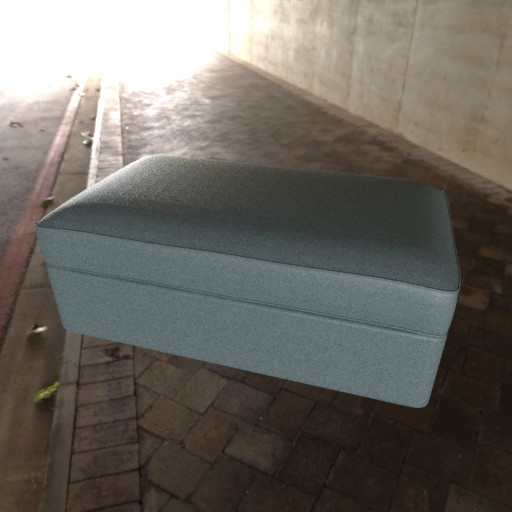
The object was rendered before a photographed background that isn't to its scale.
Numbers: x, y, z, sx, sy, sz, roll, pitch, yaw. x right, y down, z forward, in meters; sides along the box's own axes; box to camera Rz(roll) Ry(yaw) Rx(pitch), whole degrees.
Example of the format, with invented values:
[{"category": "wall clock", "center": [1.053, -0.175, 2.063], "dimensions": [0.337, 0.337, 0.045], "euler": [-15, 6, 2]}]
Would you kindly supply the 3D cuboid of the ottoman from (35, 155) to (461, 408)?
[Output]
[{"category": "ottoman", "center": [0.000, 0.000, 1.506], "dimensions": [1.173, 0.494, 0.681], "euler": [9, 31, 15]}]
